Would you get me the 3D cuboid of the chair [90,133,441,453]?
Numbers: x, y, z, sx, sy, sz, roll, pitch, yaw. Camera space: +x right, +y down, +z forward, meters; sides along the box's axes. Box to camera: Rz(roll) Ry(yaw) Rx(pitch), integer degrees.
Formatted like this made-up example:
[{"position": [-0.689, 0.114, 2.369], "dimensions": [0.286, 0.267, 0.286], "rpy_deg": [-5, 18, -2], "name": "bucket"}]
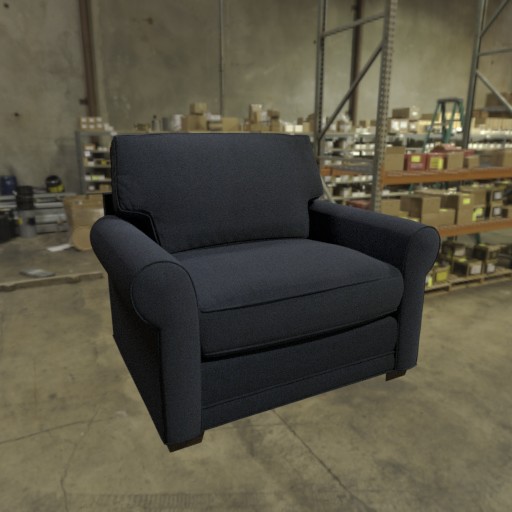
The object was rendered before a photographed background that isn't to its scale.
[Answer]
[{"position": [0.000, 0.000, 1.947], "dimensions": [1.285, 1.044, 0.963], "rpy_deg": [-8, 17, -27], "name": "chair"}]
